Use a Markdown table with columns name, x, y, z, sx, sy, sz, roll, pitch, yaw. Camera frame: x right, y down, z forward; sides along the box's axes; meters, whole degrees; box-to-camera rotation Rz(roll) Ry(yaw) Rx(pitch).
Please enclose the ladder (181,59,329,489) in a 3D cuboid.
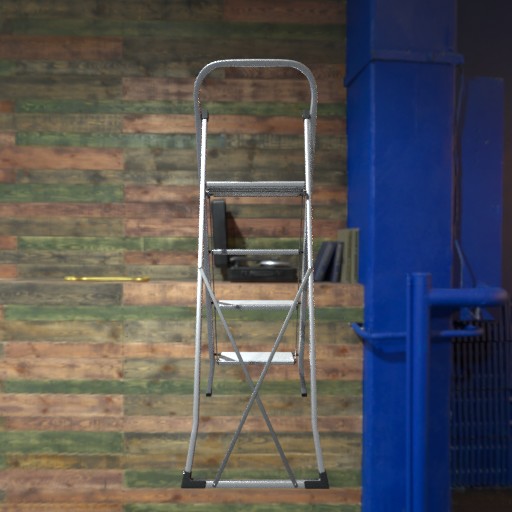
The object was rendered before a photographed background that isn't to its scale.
| name | x | y | z | sx | sy | sz | roll | pitch | yaw |
| --- | --- | --- | --- | --- | --- | --- | --- | --- | --- |
| ladder | 0.000 | 0.000 | 1.634 | 0.465 | 1.290 | 0.830 | 0 | 1 | 0 |
